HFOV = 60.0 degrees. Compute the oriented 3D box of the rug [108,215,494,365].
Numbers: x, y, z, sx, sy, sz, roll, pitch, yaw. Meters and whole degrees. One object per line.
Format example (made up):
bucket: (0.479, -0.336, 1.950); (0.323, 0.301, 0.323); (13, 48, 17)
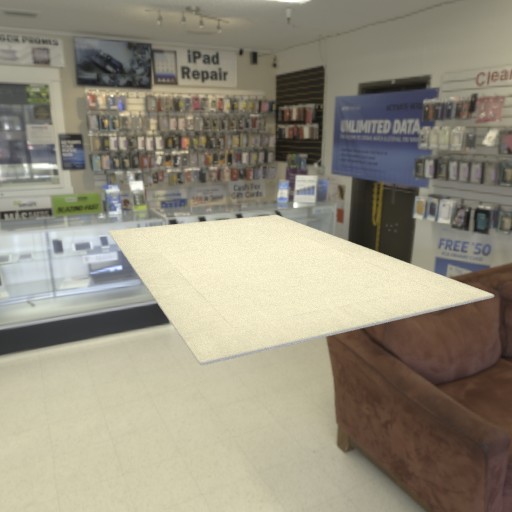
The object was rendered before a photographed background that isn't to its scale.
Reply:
rug: (0.000, 0.000, 2.287); (1.219, 0.013, 1.829); (-8, 18, -24)
